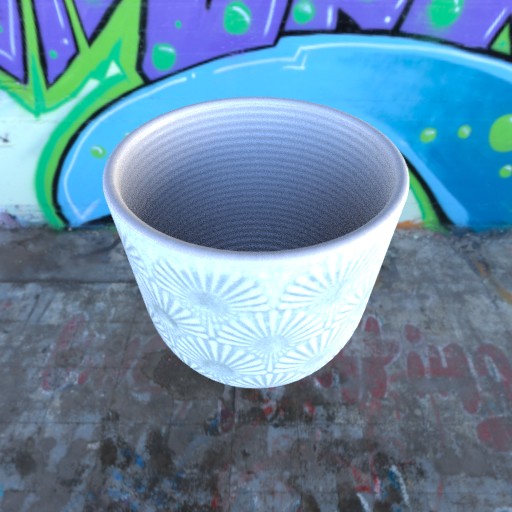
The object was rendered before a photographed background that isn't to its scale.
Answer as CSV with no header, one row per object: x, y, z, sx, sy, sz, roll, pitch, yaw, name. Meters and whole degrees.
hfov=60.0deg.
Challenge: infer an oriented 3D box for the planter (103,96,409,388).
0.000,0.000,0.303,0.170,0.152,0.170,0,43,0,planter
